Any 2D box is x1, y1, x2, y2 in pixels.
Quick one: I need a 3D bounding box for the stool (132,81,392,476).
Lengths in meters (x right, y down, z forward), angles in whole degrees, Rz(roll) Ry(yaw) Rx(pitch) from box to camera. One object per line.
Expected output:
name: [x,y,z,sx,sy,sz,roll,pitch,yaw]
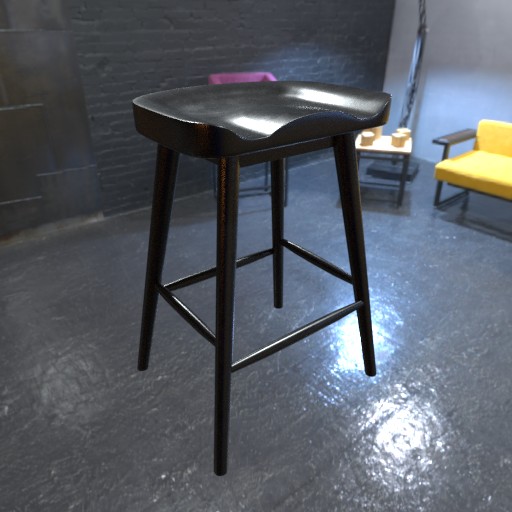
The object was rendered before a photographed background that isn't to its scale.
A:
stool: [0.000,0.000,0.889,0.440,0.615,0.361,-20,34,-32]
